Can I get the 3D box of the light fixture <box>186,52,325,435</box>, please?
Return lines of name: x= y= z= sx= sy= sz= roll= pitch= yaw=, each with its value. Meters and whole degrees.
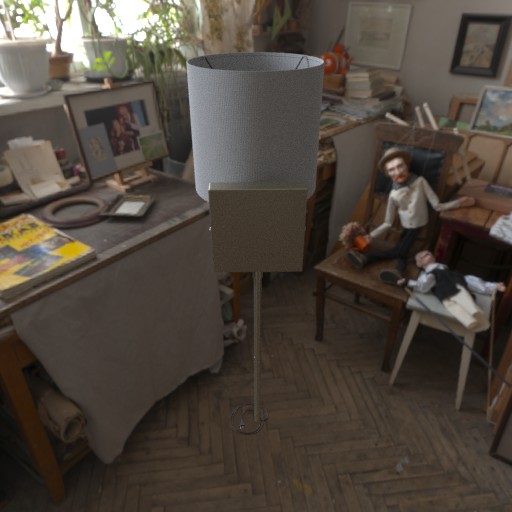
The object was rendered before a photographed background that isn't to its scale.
light fixture: x=0.000 y=0.000 z=0.734 sx=0.188 sy=0.589 sz=0.248 roll=-1 pitch=31 yaw=-1
